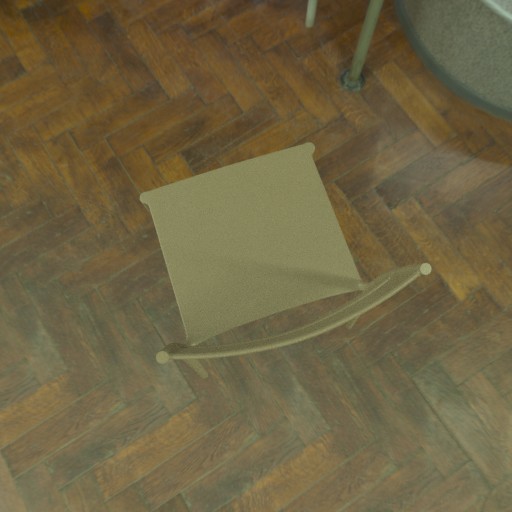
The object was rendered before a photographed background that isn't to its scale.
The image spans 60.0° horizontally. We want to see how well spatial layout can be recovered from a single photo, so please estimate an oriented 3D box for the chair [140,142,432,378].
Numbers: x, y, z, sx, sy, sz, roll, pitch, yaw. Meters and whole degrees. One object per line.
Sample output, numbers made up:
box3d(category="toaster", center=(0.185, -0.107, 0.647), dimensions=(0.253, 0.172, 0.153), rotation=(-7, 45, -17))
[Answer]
box3d(category="chair", center=(0.000, 0.000, 1.148), dimensions=(0.531, 0.800, 0.511), rotation=(-18, 76, -5))
